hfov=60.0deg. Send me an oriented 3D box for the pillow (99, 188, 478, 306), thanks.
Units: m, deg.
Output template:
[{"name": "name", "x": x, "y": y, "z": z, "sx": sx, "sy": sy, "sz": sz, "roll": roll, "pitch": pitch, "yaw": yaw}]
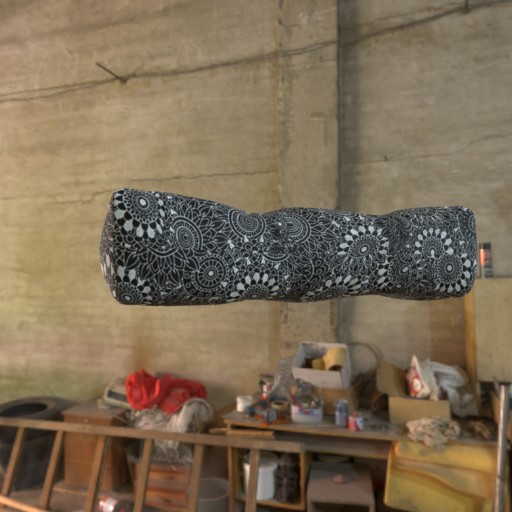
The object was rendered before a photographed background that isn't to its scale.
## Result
[{"name": "pillow", "x": 0.000, "y": 0.000, "z": 0.722, "sx": 0.468, "sy": 0.128, "sz": 0.490, "roll": 0, "pitch": -2, "yaw": -17}]
